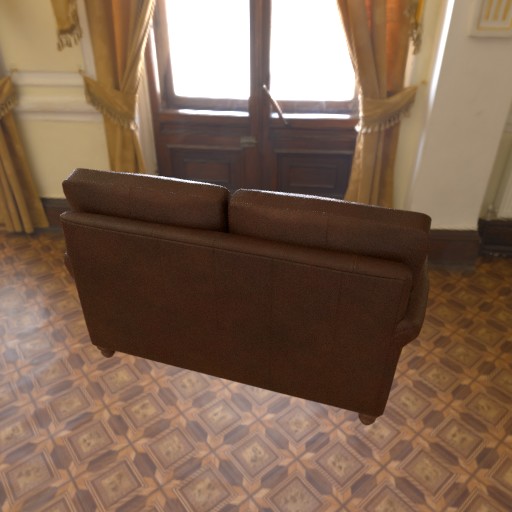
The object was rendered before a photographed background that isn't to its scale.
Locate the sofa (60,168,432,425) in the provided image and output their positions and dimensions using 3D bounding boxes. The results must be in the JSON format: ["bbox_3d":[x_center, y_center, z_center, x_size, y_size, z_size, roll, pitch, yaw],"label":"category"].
[{"bbox_3d":[0.000,0.000,2.227,1.616,0.976,0.990,10,33,15],"label":"sofa"}]
